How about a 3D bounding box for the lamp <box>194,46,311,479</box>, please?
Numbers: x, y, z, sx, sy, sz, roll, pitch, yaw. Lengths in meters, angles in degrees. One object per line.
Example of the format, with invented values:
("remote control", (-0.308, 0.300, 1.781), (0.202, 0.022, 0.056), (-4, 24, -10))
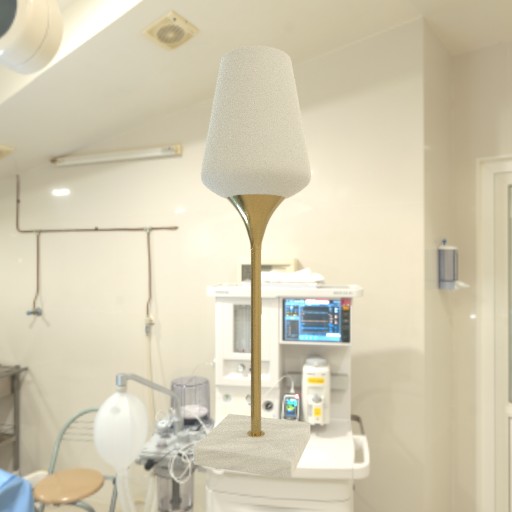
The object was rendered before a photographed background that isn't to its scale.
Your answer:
("lamp", (0.000, 0.000, 0.730), (0.181, 0.639, 0.181), (0, 0, 17))
